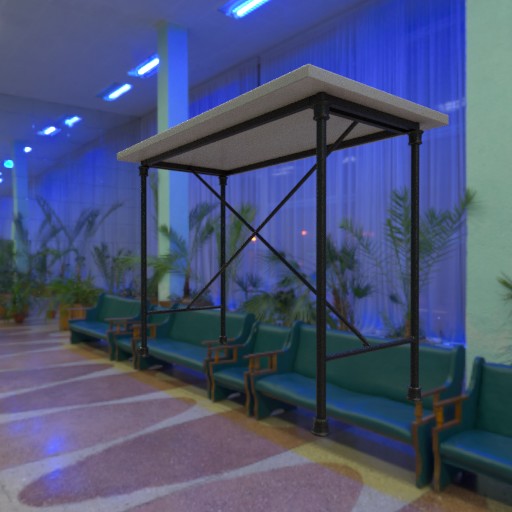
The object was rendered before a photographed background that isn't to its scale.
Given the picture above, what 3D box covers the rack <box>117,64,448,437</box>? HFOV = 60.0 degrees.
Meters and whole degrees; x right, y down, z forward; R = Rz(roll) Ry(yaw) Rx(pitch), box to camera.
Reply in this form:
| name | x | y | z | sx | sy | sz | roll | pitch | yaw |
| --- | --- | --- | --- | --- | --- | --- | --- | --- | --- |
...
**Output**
| name | x | y | z | sx | sy | sz | roll | pitch | yaw |
| --- | --- | --- | --- | --- | --- | --- | --- | --- | --- |
| rack | 0.000 | 0.000 | 1.647 | 0.613 | 0.880 | 1.159 | 0 | 1 | -38 |
